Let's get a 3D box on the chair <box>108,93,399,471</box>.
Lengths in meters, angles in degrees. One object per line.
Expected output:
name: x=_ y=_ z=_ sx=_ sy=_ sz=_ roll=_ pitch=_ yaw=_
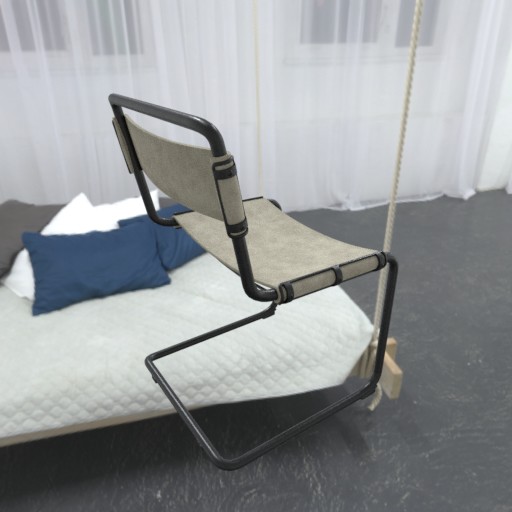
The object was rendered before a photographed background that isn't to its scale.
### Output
chair: x=0.000 y=0.000 z=1.082 sx=0.497 sy=0.747 sz=0.499 roll=-17 pitch=31 yaw=-30
